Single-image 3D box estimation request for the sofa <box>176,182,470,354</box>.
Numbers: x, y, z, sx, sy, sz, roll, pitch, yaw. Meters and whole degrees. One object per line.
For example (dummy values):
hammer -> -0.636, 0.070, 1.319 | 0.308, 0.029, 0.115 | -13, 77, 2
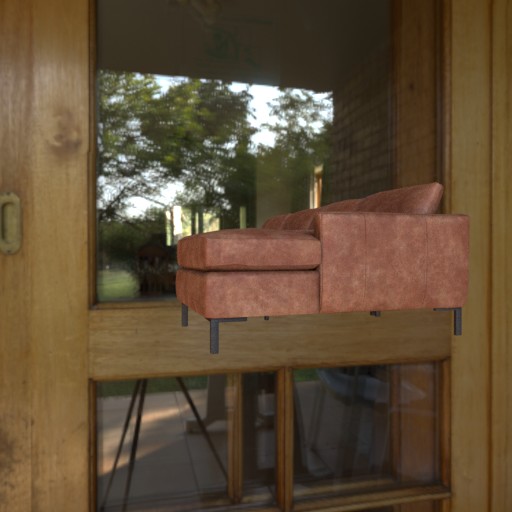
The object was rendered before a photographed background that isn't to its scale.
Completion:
sofa -> 0.000, 0.000, 3.577 | 1.471, 0.859, 2.993 | 0, 0, -18
